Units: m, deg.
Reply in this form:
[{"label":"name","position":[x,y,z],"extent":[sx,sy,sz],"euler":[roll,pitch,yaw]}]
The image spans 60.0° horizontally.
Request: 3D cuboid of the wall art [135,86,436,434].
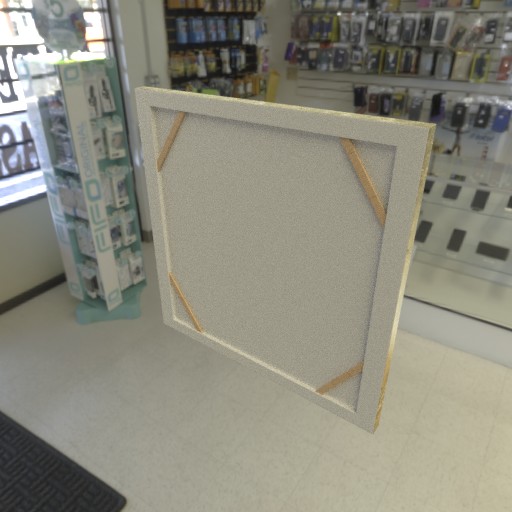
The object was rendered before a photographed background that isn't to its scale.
[{"label":"wall art","position":[0.000,0.000,1.643],"extent":[1.092,1.091,0.051],"euler":[20,34,32]}]
